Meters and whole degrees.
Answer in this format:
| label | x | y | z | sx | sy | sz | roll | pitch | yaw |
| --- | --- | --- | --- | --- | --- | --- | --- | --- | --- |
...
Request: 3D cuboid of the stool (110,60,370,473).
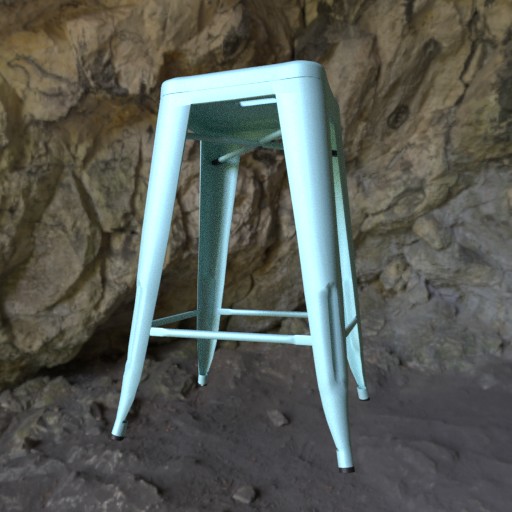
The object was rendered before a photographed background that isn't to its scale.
| label | x | y | z | sx | sy | sz | roll | pitch | yaw |
| --- | --- | --- | --- | --- | --- | --- | --- | --- | --- |
| stool | 0.000 | 0.000 | 0.839 | 0.399 | 0.609 | 0.359 | 0 | -1 | 17 |
